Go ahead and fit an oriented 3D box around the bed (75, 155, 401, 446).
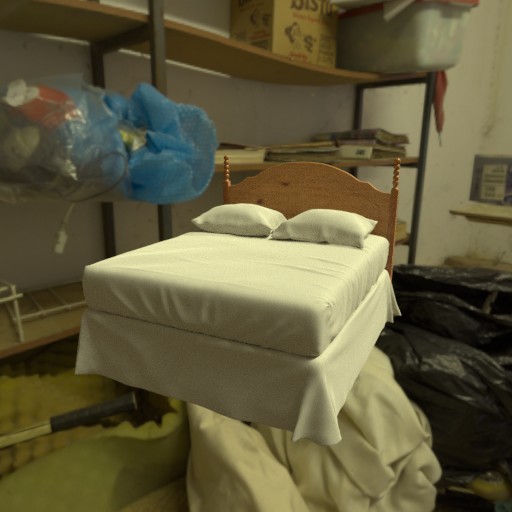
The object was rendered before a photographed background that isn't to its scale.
[{"bbox_3d":[0.000,0.000,3.245,1.873,1.356,2.040,7,17,25],"label":"bed"}]
